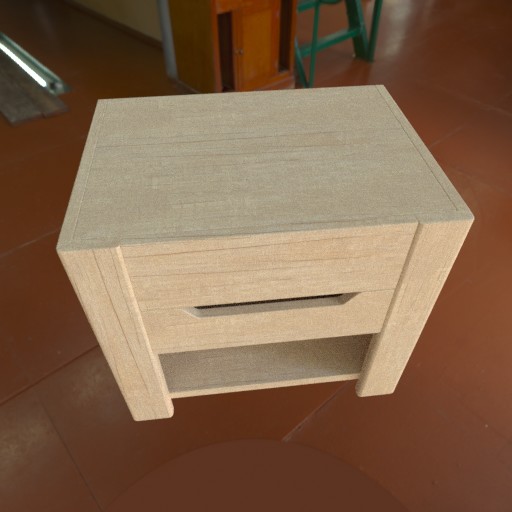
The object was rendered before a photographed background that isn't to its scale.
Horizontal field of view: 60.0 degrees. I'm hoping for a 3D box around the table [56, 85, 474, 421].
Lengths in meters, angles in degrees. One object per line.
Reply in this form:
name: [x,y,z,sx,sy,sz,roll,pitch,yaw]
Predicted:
table: [0.000,0.000,0.920,0.570,0.510,0.420,-5,46,-4]
